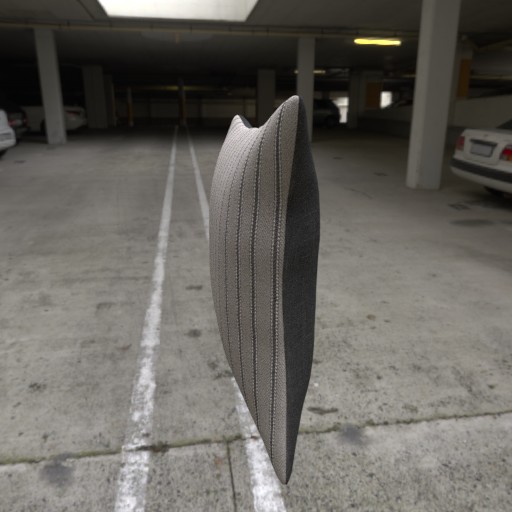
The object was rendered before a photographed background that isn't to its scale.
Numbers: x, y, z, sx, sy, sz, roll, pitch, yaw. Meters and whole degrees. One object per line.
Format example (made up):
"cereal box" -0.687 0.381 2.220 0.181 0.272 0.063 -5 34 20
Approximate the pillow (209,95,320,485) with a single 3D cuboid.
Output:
"pillow" 0.000 0.000 0.694 0.138 0.444 0.468 -3 16 -9
